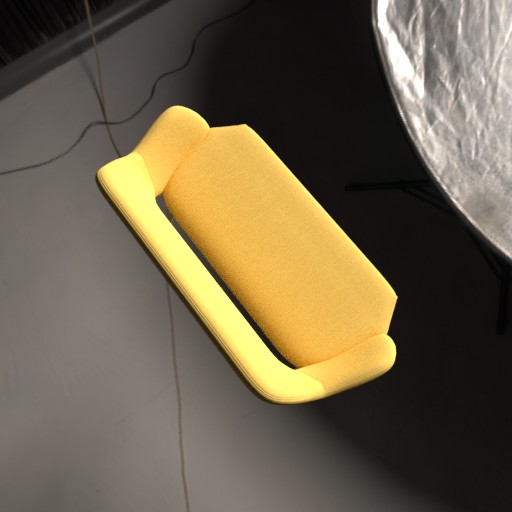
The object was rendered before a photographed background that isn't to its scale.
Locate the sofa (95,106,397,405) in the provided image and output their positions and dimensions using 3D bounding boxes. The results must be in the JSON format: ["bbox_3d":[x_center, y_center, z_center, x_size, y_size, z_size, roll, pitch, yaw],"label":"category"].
[{"bbox_3d":[0.000,0.000,1.653,0.610,0.840,1.150,-37,78,-9],"label":"sofa"}]
